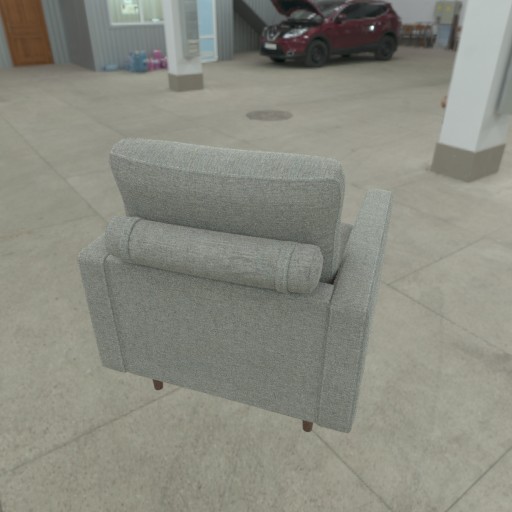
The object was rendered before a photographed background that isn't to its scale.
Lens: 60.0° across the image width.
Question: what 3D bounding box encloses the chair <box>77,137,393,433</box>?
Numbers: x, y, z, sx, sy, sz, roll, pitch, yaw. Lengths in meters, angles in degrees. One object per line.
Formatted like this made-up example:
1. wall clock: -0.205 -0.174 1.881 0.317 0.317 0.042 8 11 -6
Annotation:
1. chair: 0.000 0.000 1.502 0.821 0.880 0.843 10 31 16
